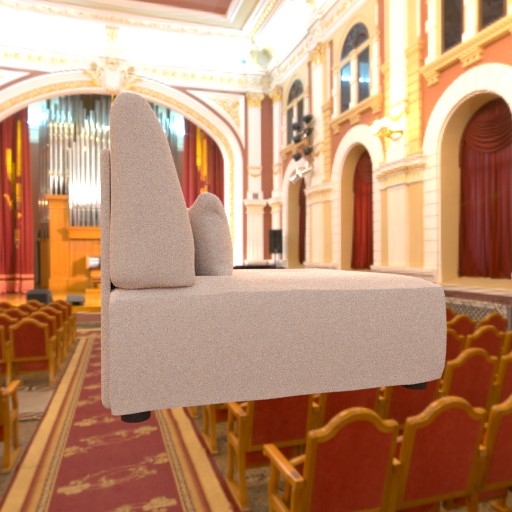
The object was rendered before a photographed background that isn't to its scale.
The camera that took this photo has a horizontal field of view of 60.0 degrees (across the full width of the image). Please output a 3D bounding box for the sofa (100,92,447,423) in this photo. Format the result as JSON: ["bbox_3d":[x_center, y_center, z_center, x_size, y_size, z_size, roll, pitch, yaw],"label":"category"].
[{"bbox_3d":[0.000,0.000,1.535,1.000,0.820,0.700,0,0,-17],"label":"sofa"}]
